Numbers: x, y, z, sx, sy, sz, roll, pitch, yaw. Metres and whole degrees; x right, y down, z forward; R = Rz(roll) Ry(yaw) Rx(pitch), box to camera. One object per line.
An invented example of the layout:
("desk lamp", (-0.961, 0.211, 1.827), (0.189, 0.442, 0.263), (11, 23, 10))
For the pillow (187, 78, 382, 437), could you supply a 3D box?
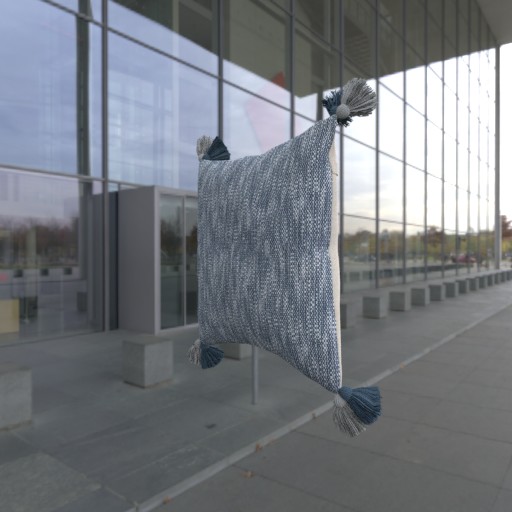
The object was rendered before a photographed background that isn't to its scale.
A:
("pillow", (0.000, 0.000, 0.957), (0.138, 0.634, 0.614), (0, 0, -37))
